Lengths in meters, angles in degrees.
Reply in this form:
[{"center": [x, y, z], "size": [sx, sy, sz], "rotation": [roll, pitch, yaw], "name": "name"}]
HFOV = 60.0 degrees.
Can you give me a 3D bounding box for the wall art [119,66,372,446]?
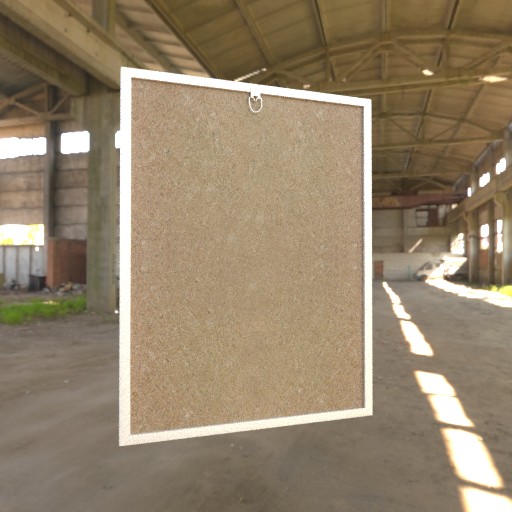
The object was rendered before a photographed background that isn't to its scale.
[{"center": [0.000, 0.000, 1.372], "size": [0.805, 1.056, 0.042], "rotation": [0, -1, -18], "name": "wall art"}]
